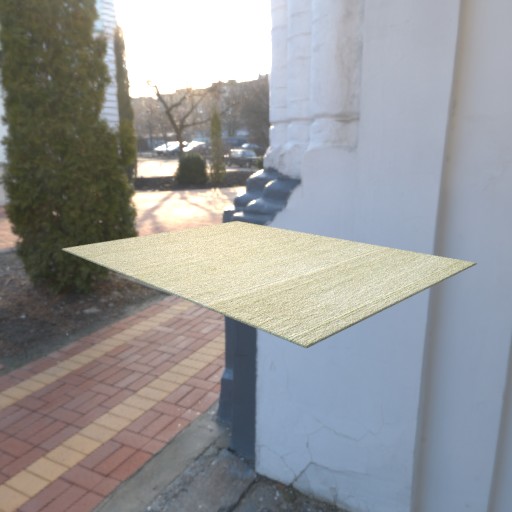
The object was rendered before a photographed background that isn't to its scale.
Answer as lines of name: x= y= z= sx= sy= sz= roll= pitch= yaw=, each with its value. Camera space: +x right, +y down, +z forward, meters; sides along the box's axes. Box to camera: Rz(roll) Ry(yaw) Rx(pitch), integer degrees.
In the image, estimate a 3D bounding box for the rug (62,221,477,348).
rug: x=0.000 y=0.000 z=4.257 sx=2.425 sy=0.016 sz=3.198 roll=-14 pitch=19 yaw=-43
